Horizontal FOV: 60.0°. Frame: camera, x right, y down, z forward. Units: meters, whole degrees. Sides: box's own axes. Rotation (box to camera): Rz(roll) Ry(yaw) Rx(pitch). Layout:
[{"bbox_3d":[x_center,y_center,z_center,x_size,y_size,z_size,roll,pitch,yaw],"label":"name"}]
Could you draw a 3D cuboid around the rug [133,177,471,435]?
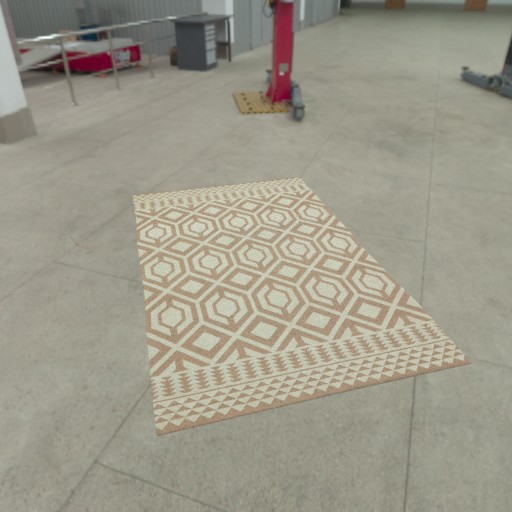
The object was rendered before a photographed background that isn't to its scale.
[{"bbox_3d":[0.000,0.000,2.981,1.526,0.011,2.435,-8,33,-13],"label":"rug"}]
